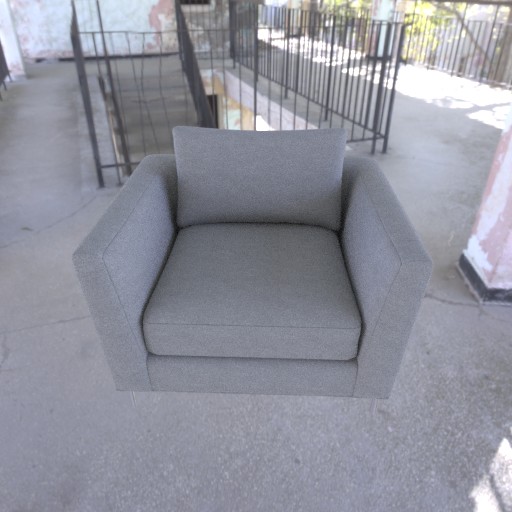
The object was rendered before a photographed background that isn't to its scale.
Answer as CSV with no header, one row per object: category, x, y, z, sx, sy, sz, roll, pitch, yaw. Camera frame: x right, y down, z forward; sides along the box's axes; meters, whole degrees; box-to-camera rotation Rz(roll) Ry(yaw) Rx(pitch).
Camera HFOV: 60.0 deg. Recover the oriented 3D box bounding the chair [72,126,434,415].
chair,0.000,0.000,1.743,1.041,0.864,0.889,1,32,2
